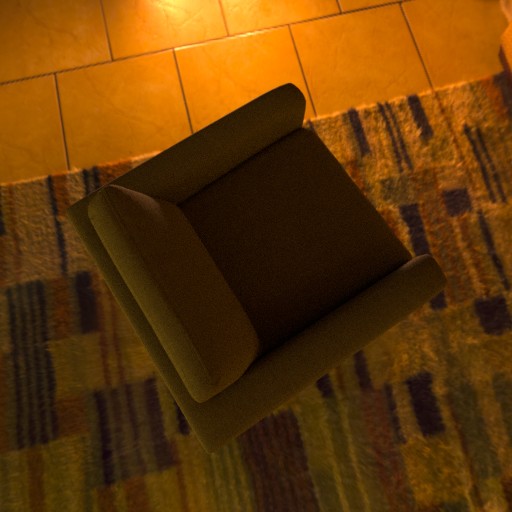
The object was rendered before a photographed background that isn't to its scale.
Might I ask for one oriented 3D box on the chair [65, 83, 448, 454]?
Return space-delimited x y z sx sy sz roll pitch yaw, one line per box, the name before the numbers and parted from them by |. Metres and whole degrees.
chair | 0.000 0.000 1.848 1.100 0.847 1.070 -33 78 -8
